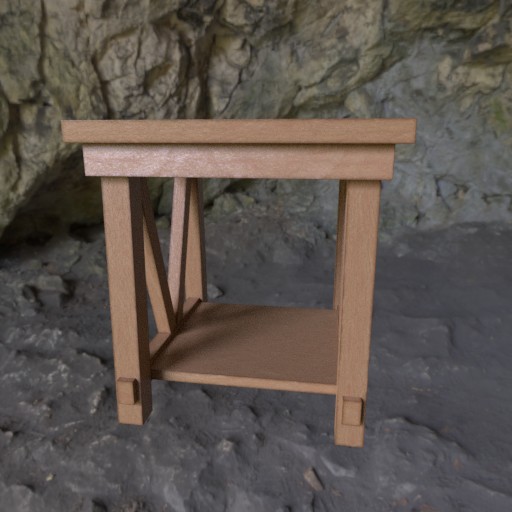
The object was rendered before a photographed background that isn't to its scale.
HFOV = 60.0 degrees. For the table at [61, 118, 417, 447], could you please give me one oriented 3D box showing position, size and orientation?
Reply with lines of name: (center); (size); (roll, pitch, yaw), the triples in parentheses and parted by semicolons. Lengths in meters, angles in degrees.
table: (0.000, 0.000, 1.119); (0.610, 0.638, 0.612); (2, 15, 8)
